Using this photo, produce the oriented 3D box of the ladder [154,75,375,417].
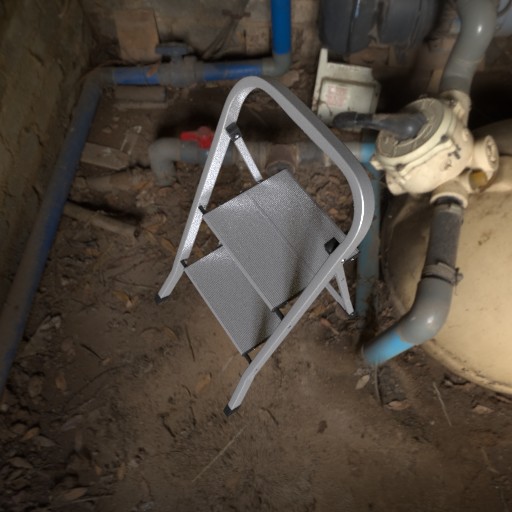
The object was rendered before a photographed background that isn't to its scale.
[{"bbox_3d":[0.000,0.000,1.124,0.530,0.830,0.465,-32,68,-15],"label":"ladder"}]
